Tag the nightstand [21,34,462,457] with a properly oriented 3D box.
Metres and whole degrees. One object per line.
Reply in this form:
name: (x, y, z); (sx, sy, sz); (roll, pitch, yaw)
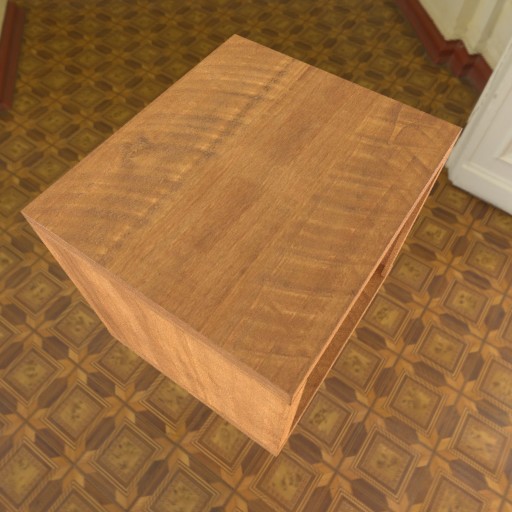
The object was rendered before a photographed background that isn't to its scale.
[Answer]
nightstand: (0.000, 0.000, 0.846); (0.436, 0.491, 0.493); (30, 63, 17)
